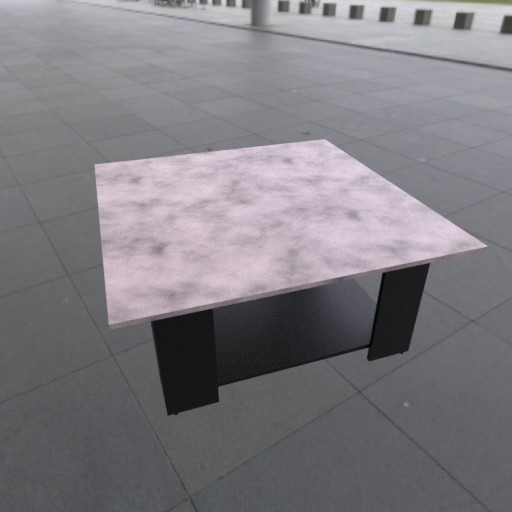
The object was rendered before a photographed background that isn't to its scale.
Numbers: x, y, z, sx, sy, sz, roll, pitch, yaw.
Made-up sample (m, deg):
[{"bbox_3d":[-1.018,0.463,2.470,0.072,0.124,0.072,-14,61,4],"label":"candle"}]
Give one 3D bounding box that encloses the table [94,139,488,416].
[{"bbox_3d":[0.000,0.000,1.069,0.670,0.305,0.670,-10,34,-16],"label":"table"}]
